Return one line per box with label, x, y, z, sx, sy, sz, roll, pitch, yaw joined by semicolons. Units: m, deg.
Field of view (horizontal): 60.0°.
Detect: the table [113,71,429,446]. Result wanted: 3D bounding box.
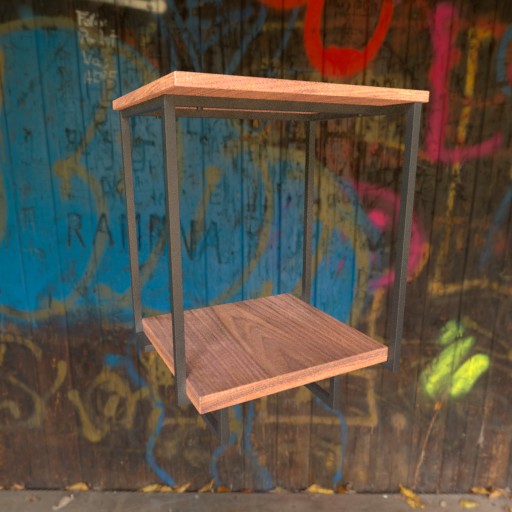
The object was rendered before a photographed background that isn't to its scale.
table;0.000;0.000;0.832;0.411;0.567;0.384;-7;16;-27
